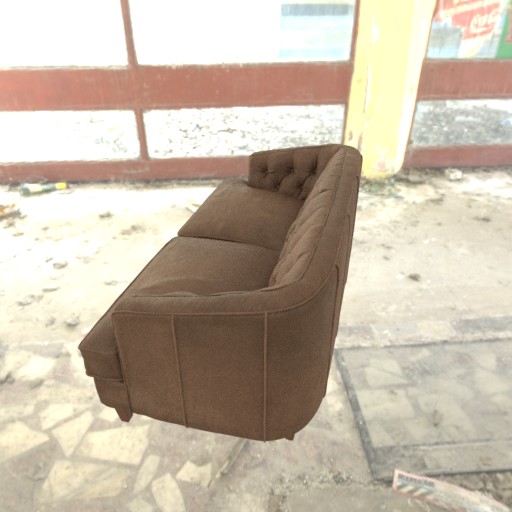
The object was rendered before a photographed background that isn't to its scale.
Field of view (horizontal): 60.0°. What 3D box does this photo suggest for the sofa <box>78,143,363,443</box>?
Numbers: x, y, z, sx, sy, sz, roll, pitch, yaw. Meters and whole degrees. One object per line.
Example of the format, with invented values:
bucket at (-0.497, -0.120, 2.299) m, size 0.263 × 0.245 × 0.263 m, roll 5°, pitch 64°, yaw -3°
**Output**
sofa at (0.000, 0.000, 2.244) m, size 0.917 × 0.799 × 1.767 m, roll 8°, pitch 32°, yaw 13°
